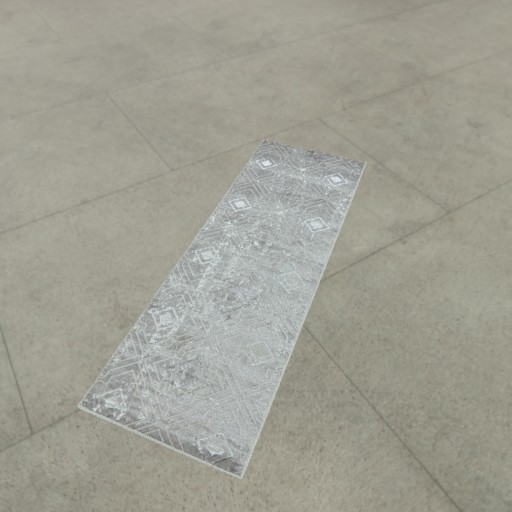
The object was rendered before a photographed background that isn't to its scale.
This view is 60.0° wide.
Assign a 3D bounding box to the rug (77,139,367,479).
[{"bbox_3d":[0.000,0.000,2.686,0.832,0.035,2.381,17,50,15],"label":"rug"}]
